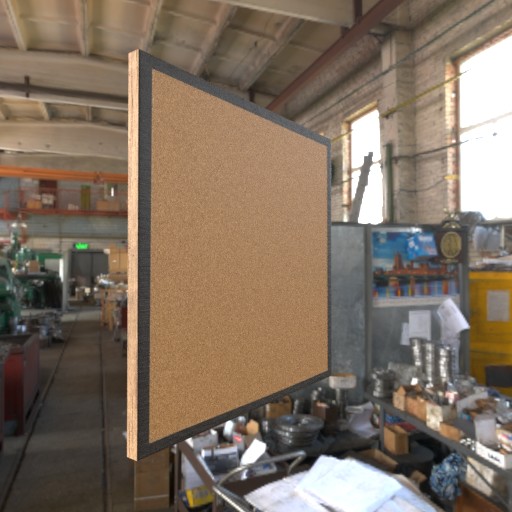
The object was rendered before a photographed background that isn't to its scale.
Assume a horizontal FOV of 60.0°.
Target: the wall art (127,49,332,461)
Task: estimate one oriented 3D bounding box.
[{"bbox_3d":[0.000,0.000,1.028,0.029,0.691,0.695,-1,-1,37],"label":"wall art"}]
